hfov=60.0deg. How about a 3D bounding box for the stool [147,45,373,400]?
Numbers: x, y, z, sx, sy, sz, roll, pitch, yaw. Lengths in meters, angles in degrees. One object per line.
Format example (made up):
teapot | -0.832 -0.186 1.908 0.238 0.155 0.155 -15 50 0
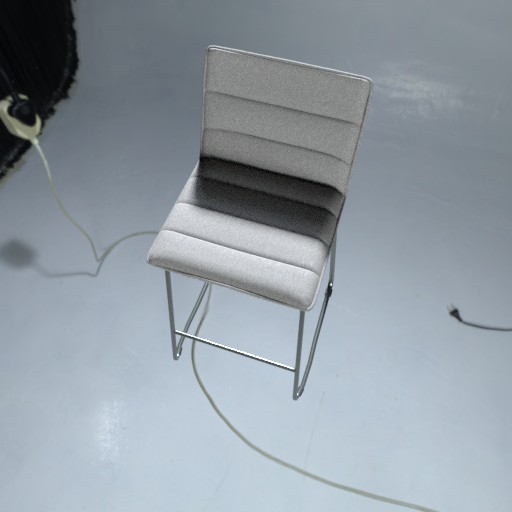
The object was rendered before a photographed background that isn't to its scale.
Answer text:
stool | 0.000 0.000 1.269 0.490 0.960 0.490 16 60 9
